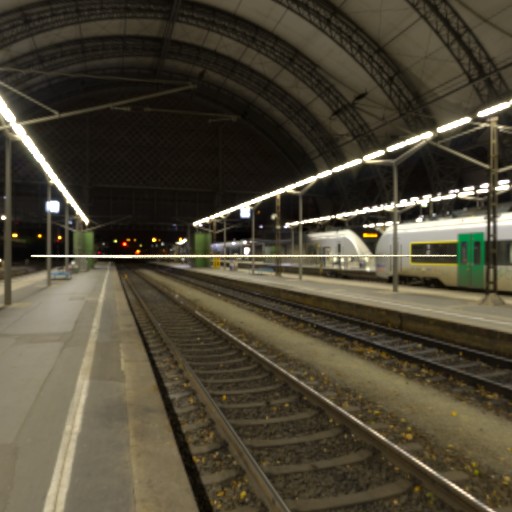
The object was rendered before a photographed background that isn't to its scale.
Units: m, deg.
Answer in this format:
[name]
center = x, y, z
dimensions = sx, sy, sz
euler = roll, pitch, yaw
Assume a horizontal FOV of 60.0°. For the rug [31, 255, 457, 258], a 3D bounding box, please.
[rug]
center = 0.000, 0.000, 1.064
dimensions = 0.868, 0.004, 0.556
euler = 0, 0, -39
